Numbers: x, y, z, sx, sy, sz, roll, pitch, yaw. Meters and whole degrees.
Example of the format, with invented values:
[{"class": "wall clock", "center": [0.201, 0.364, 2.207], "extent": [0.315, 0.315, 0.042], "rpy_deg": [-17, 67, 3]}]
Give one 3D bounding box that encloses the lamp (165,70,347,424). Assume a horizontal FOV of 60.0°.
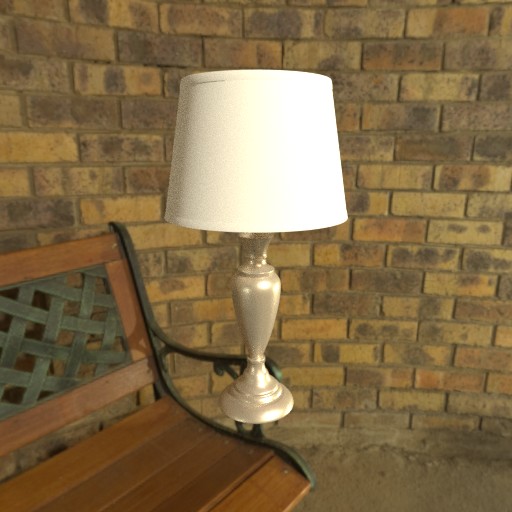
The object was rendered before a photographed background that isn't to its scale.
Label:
[{"class": "lamp", "center": [0.000, 0.000, 0.830], "extent": [0.328, 0.612, 0.328], "rpy_deg": [0, 14, 0]}]
